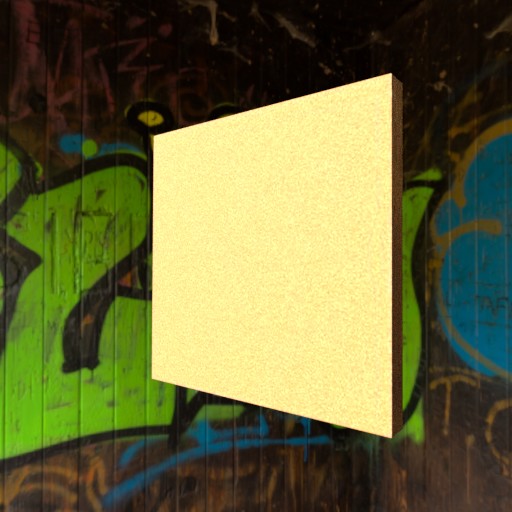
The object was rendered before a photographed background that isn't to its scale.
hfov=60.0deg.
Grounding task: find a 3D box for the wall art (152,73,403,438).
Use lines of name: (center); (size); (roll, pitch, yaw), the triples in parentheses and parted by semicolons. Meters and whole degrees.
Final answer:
wall art: (0.000, 0.000, 0.626); (0.406, 0.403, 0.039); (-1, -1, 37)
